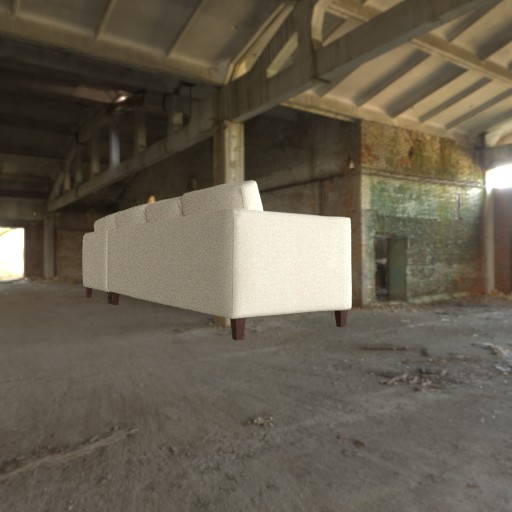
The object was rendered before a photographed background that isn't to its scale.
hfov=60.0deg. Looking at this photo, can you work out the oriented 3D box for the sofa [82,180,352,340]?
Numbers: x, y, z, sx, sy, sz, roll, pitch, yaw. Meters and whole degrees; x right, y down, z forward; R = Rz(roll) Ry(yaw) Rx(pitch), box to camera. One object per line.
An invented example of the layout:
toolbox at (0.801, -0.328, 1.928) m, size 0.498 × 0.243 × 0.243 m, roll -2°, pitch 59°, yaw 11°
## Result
sofa at (0.000, 0.000, 4.442) m, size 2.593 × 0.947 × 3.302 m, roll 0°, pitch 0°, yaw -35°
